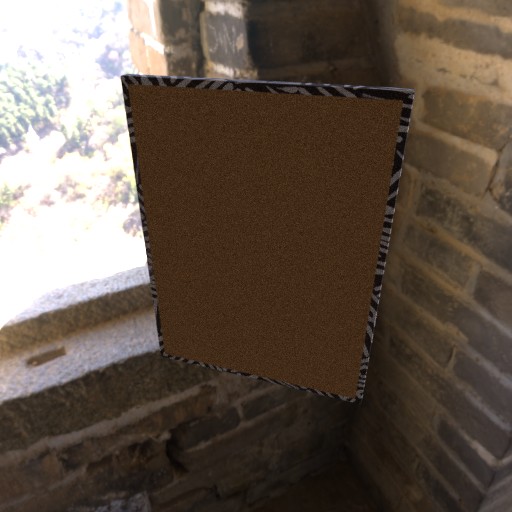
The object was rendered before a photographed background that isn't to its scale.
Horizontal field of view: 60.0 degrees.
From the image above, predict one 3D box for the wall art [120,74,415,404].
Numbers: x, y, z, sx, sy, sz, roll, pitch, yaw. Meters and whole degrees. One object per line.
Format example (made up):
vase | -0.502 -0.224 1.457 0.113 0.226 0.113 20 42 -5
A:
wall art | 0.000 0.000 1.372 0.765 1.017 0.038 9 32 15
